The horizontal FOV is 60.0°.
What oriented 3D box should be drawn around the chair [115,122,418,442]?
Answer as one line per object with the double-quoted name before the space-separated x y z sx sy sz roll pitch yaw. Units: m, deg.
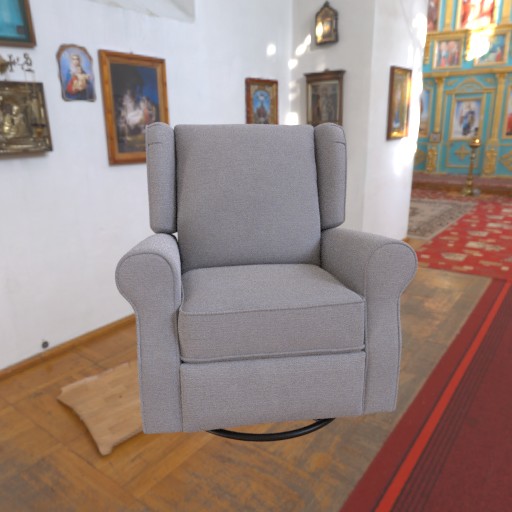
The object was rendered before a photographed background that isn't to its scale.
"chair" 0.000 0.000 1.652 0.906 0.966 0.854 -2 16 -8
